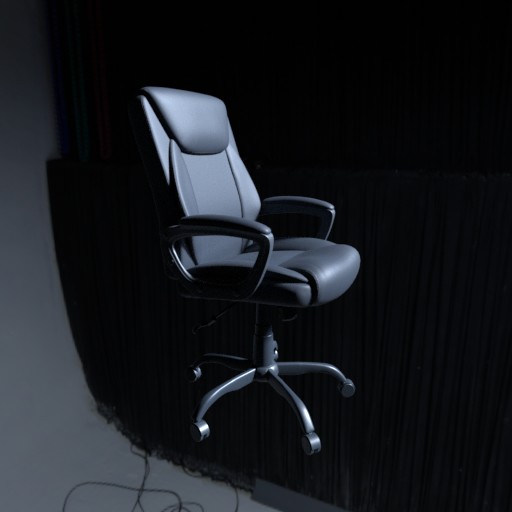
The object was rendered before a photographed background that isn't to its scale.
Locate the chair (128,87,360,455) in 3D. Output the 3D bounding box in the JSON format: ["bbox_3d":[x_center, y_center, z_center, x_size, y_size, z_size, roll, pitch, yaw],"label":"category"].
[{"bbox_3d":[0.000,0.000,1.490,0.655,1.072,0.615,7,16,27],"label":"chair"}]
